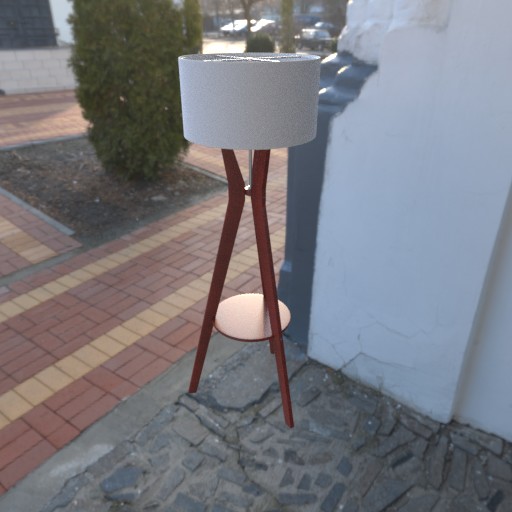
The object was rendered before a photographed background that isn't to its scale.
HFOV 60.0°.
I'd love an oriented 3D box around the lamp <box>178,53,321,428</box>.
[{"bbox_3d":[0.000,0.000,1.796,0.539,1.472,0.542,-19,33,-32],"label":"lamp"}]
